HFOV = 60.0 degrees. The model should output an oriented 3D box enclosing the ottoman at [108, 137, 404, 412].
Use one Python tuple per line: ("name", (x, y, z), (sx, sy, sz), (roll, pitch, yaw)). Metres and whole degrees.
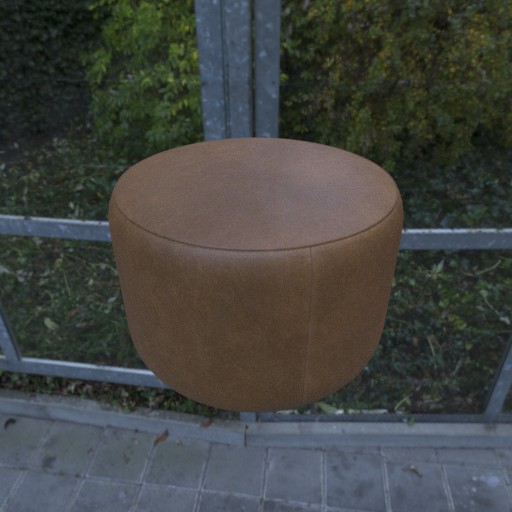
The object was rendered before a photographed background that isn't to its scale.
("ottoman", (0.000, 0.000, 1.016), (0.607, 0.438, 0.607), (0, 31, 0))
